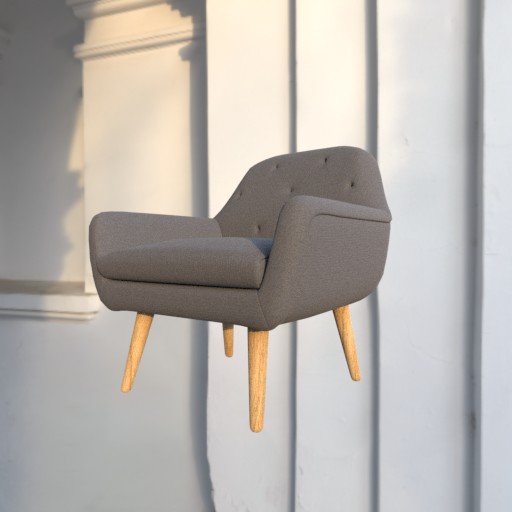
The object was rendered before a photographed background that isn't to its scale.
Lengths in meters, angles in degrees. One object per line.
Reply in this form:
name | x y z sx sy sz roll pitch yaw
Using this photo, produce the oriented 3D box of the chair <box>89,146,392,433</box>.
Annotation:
chair | 0.000 0.000 1.422 0.770 0.800 0.779 1 1 36
